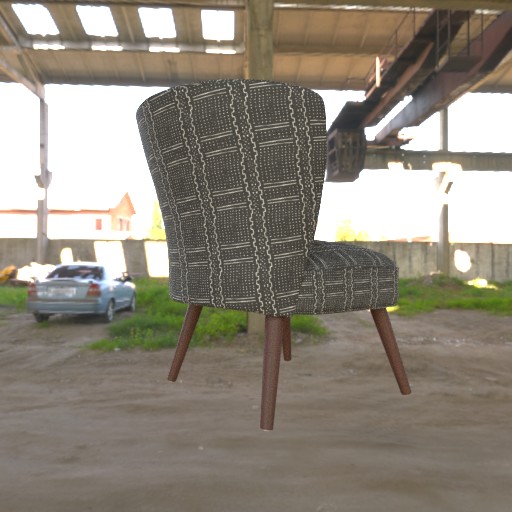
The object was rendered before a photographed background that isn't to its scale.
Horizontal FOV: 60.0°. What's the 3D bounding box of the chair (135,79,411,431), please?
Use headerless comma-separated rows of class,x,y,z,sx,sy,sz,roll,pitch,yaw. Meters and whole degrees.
chair,0.000,0.000,1.417,0.758,0.866,0.710,1,-1,-35
